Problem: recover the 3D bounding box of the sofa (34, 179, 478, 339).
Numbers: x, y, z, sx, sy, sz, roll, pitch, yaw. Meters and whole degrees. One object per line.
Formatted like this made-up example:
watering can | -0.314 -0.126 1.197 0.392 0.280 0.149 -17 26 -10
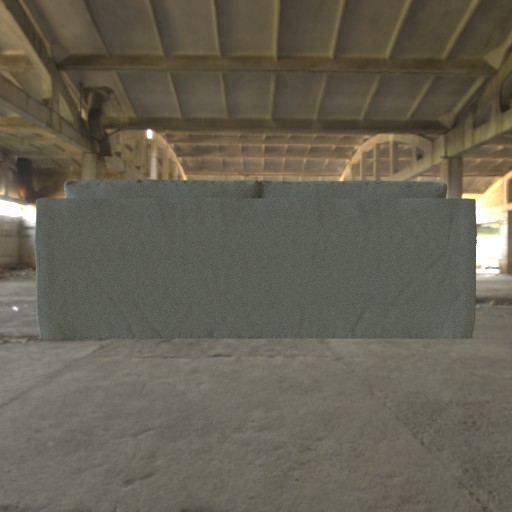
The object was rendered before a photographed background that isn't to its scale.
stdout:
sofa | 0.000 0.000 2.744 2.312 0.853 0.962 0 0 0
